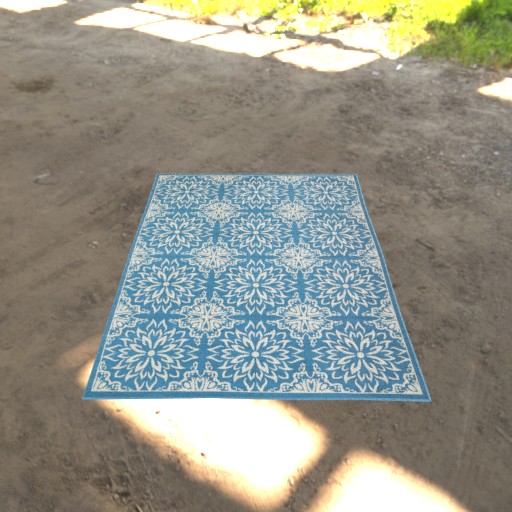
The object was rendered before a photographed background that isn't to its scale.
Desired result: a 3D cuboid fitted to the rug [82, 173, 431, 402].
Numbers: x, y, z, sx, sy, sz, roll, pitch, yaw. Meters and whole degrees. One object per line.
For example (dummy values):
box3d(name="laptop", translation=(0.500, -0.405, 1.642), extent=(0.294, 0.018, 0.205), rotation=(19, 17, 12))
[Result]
box3d(name="rug", translation=(0.000, 0.000, 4.080), extent=(2.350, 0.018, 2.964), rotation=(0, 41, 0))
